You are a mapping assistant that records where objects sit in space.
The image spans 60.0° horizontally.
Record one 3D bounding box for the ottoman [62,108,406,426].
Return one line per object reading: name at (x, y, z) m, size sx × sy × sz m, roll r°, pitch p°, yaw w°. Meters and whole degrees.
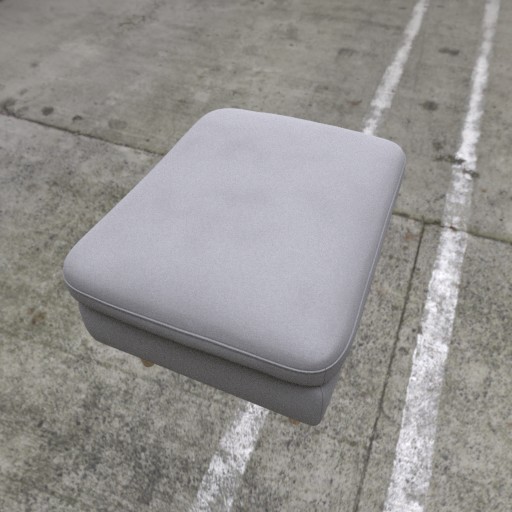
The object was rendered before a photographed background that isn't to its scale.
ottoman at (0.000, 0.000, 1.143) m, size 0.593 × 0.478 × 0.747 m, roll 16°, pitch 48°, yaw 15°
